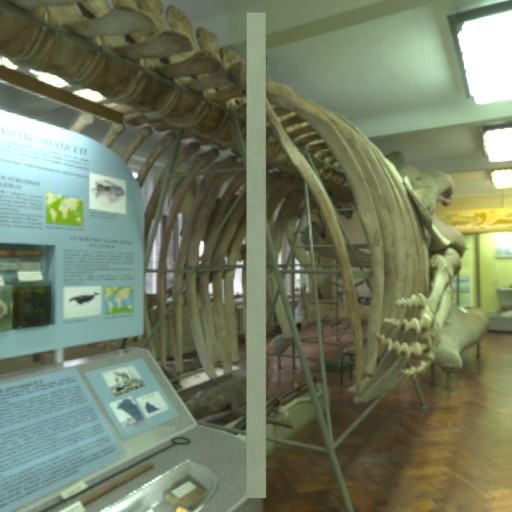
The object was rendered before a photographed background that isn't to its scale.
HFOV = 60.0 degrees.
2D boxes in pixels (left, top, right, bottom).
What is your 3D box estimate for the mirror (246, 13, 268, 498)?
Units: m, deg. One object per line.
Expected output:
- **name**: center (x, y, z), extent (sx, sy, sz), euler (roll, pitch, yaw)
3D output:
- **mirror**: center (0.000, 0.000, 1.139), extent (0.041, 0.915, 0.609), euler (0, -1, 0)
